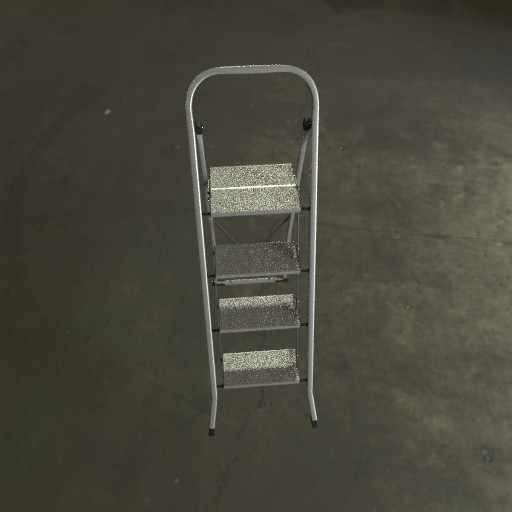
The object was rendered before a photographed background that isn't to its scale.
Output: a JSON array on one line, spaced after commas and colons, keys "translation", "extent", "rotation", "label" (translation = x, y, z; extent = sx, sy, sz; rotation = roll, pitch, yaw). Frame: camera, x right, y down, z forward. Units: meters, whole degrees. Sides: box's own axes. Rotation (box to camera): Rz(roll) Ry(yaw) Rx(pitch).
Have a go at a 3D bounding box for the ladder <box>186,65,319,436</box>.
[{"translation": [0.000, 0.000, 1.677], "extent": [0.465, 1.290, 0.830], "rotation": [-3, 47, -3], "label": "ladder"}]
